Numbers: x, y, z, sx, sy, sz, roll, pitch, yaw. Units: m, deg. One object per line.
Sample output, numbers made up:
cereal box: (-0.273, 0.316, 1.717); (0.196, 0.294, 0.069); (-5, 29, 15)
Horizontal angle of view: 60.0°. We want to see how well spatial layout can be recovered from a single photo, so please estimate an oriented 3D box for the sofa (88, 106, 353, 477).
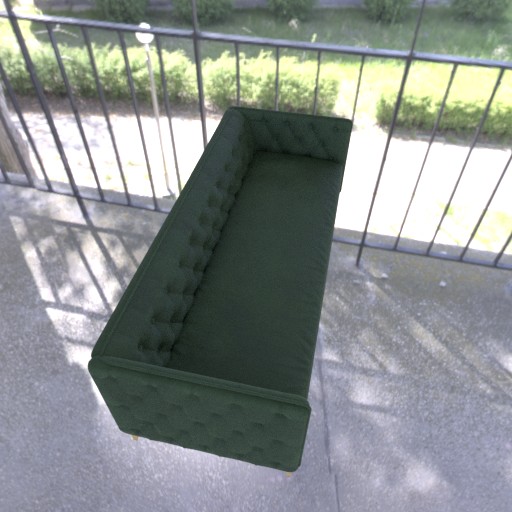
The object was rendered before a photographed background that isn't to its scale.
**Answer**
sofa: (0.000, 0.000, 2.645); (0.895, 0.771, 2.209); (9, 47, 9)
